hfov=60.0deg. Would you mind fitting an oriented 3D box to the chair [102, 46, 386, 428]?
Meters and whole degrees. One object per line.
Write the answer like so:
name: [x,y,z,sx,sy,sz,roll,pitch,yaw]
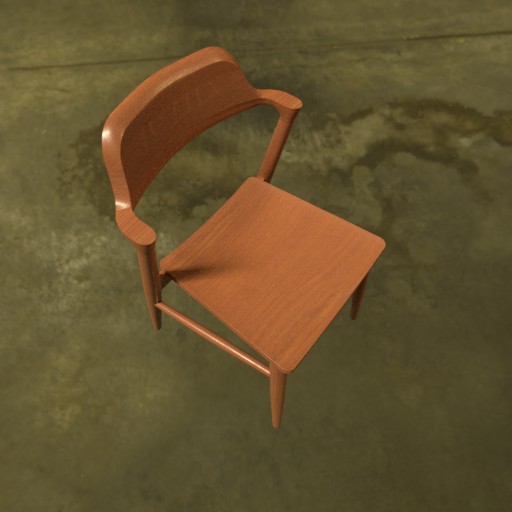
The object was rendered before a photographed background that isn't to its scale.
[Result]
chair: [0.000,0.000,1.095,0.499,0.801,0.496,33,63,19]
